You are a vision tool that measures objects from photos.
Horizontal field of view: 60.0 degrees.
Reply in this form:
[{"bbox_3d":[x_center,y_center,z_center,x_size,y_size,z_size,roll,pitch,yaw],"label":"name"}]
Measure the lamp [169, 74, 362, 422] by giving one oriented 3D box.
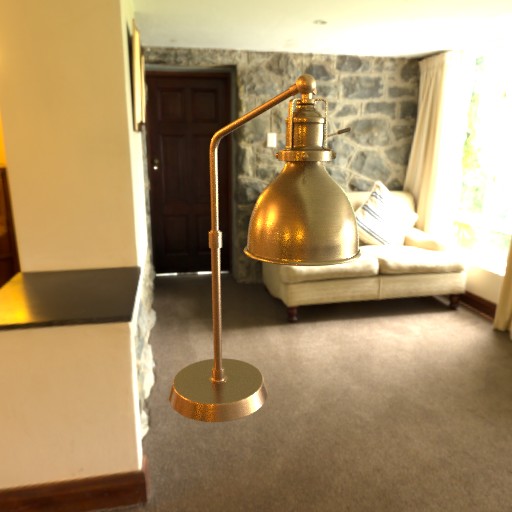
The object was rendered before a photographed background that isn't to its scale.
[{"bbox_3d":[0.000,0.000,0.607,0.286,0.456,0.153,8,16,28],"label":"lamp"}]
